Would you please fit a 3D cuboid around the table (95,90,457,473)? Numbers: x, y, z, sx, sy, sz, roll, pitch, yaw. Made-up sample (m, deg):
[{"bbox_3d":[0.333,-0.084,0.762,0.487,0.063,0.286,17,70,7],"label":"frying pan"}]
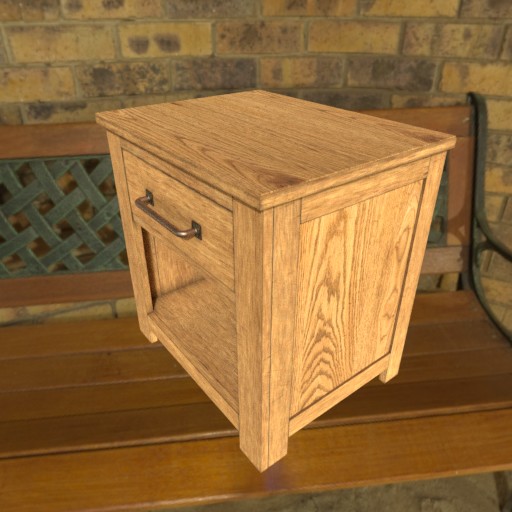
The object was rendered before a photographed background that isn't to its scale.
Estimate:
[{"bbox_3d":[0.000,0.000,1.064,0.494,0.625,0.601,-21,37,-32],"label":"table"}]
